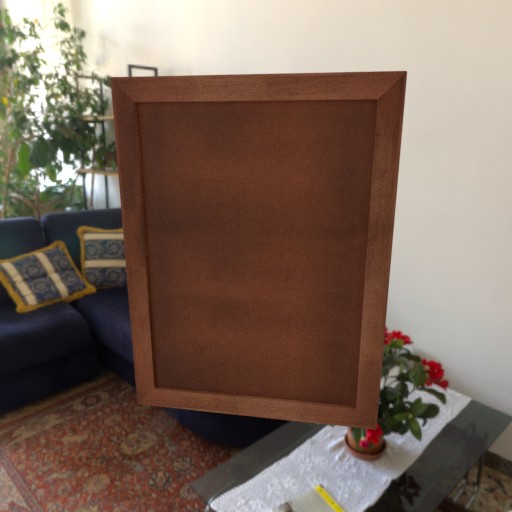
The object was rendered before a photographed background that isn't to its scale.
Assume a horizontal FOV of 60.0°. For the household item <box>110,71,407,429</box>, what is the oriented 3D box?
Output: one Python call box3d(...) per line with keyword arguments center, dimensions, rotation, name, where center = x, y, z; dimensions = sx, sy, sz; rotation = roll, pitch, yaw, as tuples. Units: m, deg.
box3d(center=(0.000, 0.000, 0.542), dimensions=(0.310, 0.407, 0.067), rotation=(3, 16, 9), name="household item")
